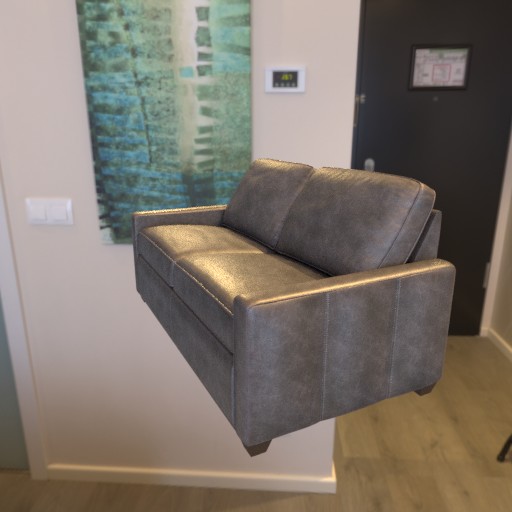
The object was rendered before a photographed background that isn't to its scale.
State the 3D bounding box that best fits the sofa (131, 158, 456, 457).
[{"bbox_3d":[0.000,0.000,2.313,0.939,0.916,1.732,-8,18,-26],"label":"sofa"}]
